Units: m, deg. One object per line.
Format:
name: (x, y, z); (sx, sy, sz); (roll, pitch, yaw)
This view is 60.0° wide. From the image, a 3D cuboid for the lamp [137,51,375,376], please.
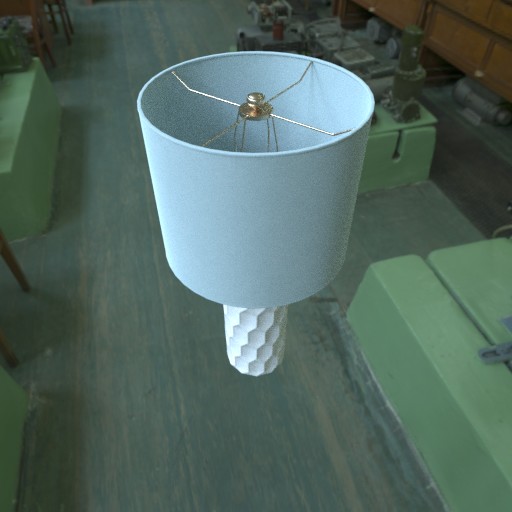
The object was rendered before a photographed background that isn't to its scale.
lamp: (0.000, 0.000, 0.710); (0.277, 0.534, 0.277); (-12, 45, -12)
